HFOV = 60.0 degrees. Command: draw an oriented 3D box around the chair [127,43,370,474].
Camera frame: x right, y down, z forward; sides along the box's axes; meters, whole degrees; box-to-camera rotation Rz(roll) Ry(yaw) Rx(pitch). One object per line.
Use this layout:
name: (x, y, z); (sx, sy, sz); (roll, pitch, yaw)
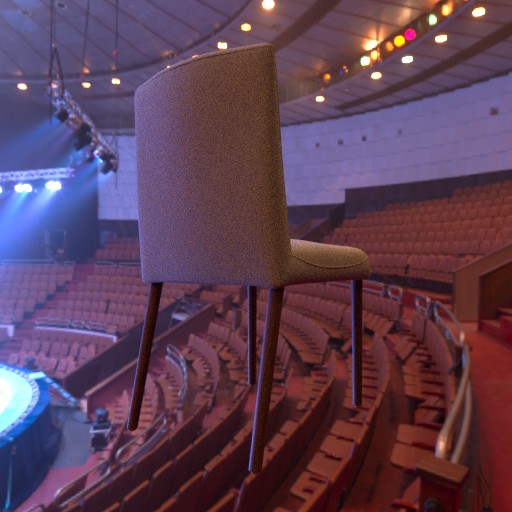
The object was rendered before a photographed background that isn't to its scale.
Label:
chair: (0.000, 0.000, 1.195); (0.456, 0.859, 0.570); (-1, -1, 36)
